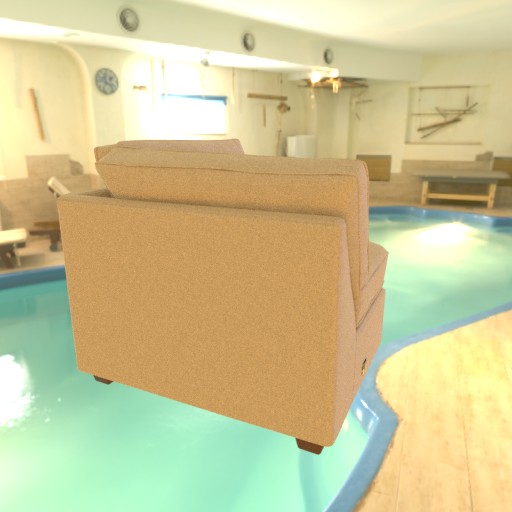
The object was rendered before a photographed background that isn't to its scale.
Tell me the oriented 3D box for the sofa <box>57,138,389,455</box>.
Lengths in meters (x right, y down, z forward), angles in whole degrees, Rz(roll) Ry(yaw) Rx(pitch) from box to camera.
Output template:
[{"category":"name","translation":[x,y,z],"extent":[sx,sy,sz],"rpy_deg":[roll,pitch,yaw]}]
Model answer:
[{"category":"sofa","translation":[0.000,0.000,1.842],"extent":[1.050,0.937,1.042],"rpy_deg":[8,18,26]}]
